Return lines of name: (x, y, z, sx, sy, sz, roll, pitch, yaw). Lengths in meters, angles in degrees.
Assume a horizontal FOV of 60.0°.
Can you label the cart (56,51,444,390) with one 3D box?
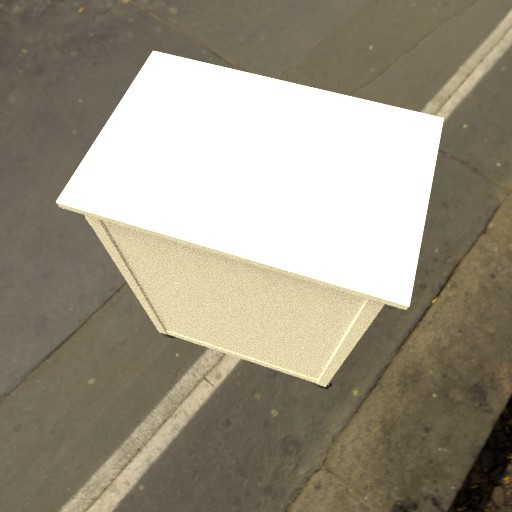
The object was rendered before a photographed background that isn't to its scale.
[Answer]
cart: (0.000, 0.000, 1.266, 0.683, 0.864, 0.442, 16, 64, 8)
